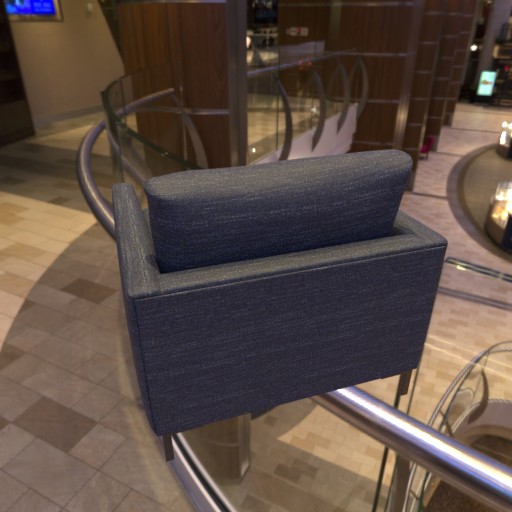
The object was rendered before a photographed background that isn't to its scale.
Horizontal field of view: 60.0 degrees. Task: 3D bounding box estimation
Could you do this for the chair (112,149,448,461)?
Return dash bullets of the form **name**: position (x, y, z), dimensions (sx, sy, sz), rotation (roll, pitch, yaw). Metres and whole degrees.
- **chair**: position (0.000, 0.000, 1.632), dimensions (0.963, 0.861, 0.866), rotation (-9, 29, -16)
